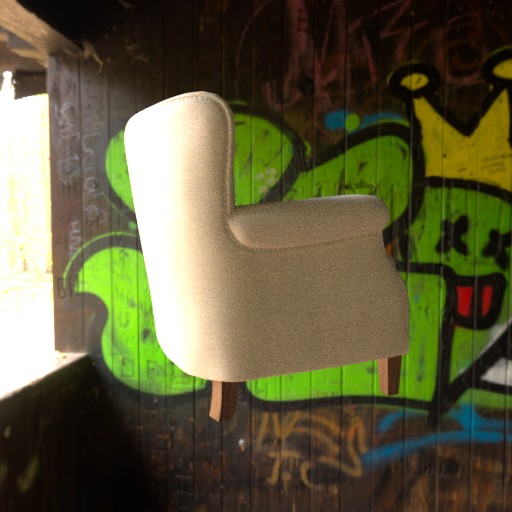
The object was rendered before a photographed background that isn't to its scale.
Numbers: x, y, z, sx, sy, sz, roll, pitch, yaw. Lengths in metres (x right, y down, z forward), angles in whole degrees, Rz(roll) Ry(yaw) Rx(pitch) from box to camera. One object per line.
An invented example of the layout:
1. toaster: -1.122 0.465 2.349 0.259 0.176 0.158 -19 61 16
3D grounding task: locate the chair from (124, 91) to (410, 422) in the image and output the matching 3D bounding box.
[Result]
1. chair: 0.000 0.000 1.647 0.921 0.936 0.861 -1 3 -20
